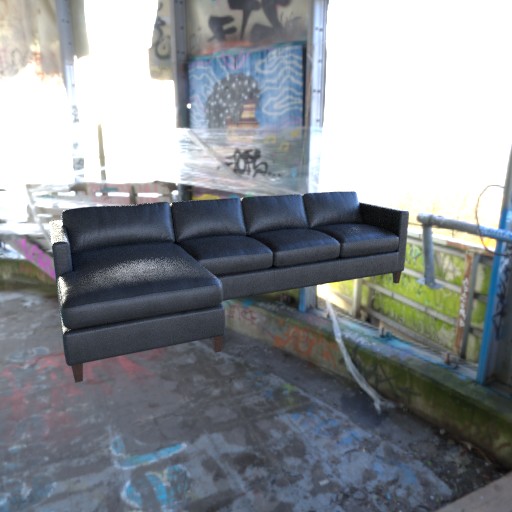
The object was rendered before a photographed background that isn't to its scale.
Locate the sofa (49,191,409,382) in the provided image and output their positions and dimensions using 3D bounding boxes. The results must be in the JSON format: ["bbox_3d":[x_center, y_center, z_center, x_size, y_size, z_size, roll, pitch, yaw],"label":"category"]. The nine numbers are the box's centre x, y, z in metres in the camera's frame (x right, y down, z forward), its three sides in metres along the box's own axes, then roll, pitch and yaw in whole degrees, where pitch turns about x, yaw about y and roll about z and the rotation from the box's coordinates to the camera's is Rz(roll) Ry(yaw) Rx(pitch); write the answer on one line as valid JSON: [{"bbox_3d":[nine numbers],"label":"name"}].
[{"bbox_3d":[0.000,0.000,3.865,3.203,0.883,1.581,-7,17,-24],"label":"sofa"}]
